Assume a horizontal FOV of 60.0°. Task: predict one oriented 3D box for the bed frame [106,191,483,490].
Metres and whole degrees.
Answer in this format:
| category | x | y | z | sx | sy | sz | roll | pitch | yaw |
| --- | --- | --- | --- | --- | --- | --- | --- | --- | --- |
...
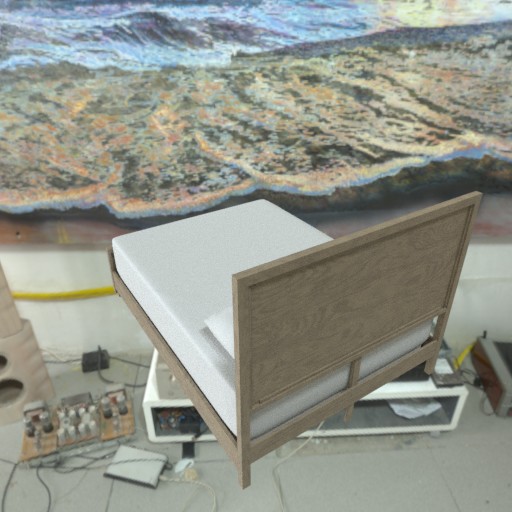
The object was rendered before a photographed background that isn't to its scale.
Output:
| category | x | y | z | sx | sy | sz | roll | pitch | yaw |
| --- | --- | --- | --- | --- | --- | --- | --- | --- | --- |
| bed frame | 0.000 | 0.000 | 3.239 | 1.606 | 1.369 | 2.189 | -18 | 35 | -28 |
